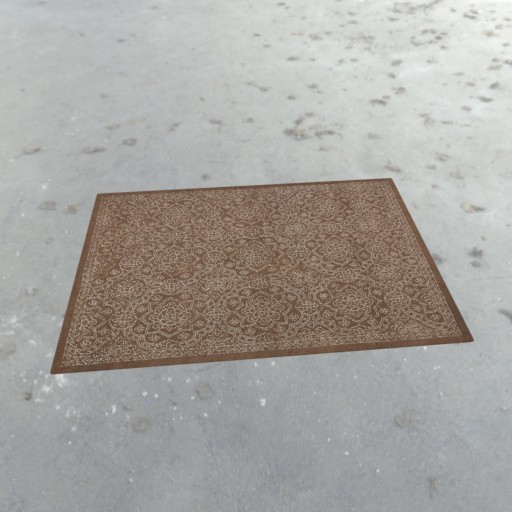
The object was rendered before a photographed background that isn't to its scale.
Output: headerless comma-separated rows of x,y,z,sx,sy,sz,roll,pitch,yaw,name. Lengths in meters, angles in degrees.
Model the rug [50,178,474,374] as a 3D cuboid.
0.000,0.000,2.321,1.829,0.010,1.219,-4,46,-4,rug
